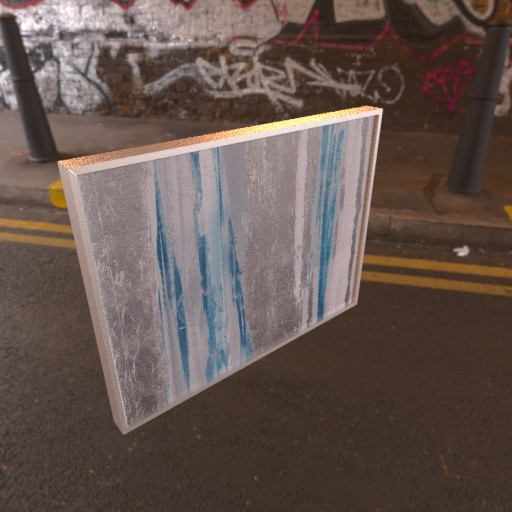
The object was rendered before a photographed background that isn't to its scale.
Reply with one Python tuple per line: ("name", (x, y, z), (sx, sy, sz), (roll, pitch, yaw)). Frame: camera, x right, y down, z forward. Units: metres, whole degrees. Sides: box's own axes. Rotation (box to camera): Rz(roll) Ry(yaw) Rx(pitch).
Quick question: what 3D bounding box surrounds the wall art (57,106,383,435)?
("wall art", (0.000, 0.000, 1.422), (1.056, 0.801, 0.066), (-21, 35, -34))
